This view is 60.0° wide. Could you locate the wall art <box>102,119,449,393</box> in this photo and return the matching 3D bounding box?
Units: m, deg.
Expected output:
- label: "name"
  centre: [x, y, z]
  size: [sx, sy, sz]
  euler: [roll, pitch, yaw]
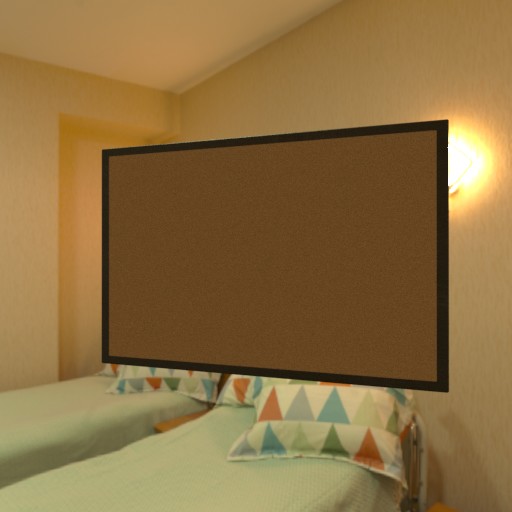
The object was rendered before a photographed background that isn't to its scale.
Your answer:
- label: "wall art"
  centre: [0.000, 0.000, 1.141]
  size: [0.912, 0.612, 0.038]
  euler: [0, 0, 18]
